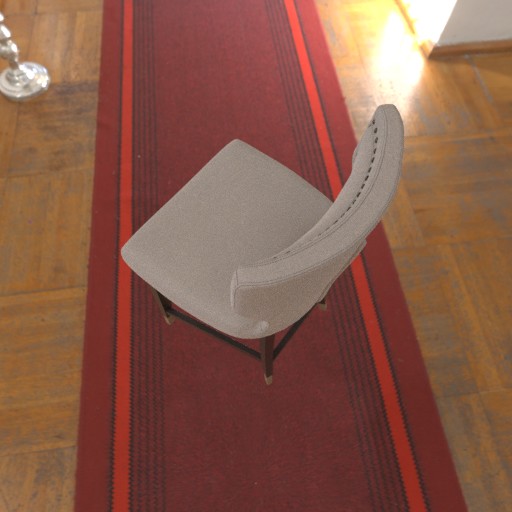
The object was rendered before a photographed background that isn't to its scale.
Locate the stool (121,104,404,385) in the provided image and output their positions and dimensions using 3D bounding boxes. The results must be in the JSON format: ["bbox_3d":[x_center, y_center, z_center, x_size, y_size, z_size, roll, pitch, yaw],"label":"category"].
[{"bbox_3d":[0.000,0.000,1.304,0.563,0.982,0.527,35,68,16],"label":"stool"}]
